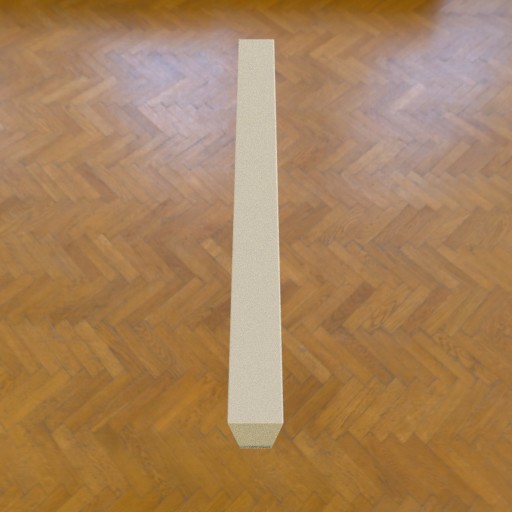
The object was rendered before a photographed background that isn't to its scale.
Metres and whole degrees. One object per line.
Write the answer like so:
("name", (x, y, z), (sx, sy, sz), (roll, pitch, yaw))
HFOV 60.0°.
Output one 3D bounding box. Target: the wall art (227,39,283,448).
("wall art", (0.000, 0.000, 0.497), (0.038, 0.259, 0.381), (0, 63, 0))
